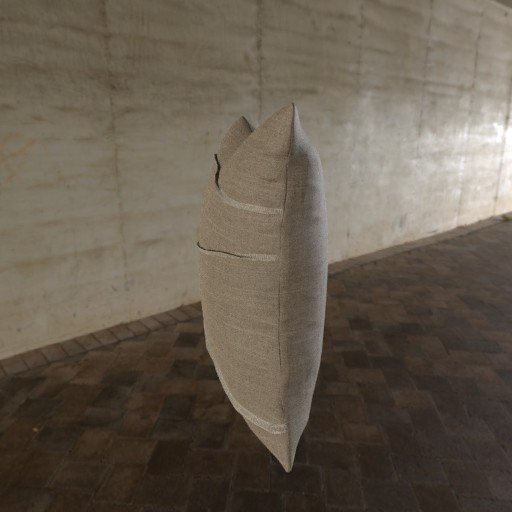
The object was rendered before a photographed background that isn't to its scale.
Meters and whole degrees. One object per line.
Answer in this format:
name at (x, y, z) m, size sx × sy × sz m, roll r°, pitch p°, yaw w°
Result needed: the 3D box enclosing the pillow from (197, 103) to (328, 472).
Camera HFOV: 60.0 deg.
pillow at (0.000, 0.000, 0.644) m, size 0.169 × 0.400 × 0.424 m, roll -2°, pitch 16°, yaw -8°
